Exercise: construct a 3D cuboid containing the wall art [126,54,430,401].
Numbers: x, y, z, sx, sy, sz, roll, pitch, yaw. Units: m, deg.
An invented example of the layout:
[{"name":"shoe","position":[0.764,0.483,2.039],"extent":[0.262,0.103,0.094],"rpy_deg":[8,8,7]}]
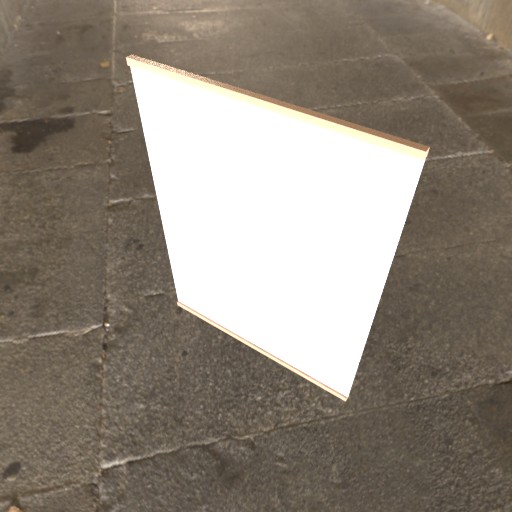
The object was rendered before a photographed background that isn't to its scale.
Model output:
[{"name":"wall art","position":[0.000,0.000,0.800],"extent":[0.459,0.608,0.012],"rpy_deg":[26,51,22]}]
